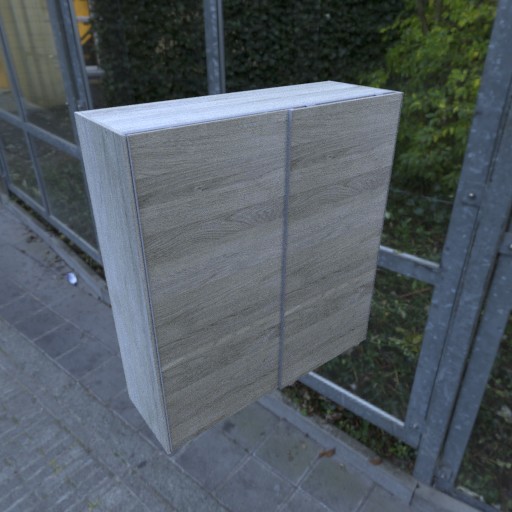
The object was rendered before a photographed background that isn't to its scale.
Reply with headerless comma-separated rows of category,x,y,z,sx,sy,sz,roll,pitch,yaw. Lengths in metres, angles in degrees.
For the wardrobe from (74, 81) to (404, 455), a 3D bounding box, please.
wardrobe,0.000,0.000,2.912,1.780,1.960,0.629,-20,35,-32
